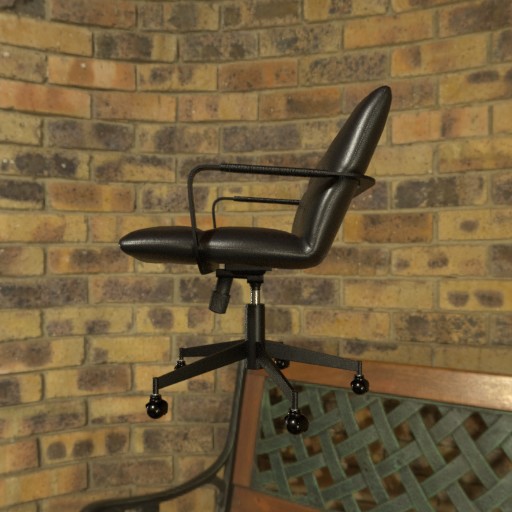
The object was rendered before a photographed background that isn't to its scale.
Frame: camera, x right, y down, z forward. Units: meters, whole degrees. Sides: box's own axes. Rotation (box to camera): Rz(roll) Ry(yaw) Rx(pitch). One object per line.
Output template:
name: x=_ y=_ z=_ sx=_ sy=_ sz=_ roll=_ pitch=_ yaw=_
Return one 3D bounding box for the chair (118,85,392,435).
chair: x=0.000 y=0.000 z=1.463 sx=0.748 sy=0.922 sz=0.719 roll=0 pitch=0 yaw=0
